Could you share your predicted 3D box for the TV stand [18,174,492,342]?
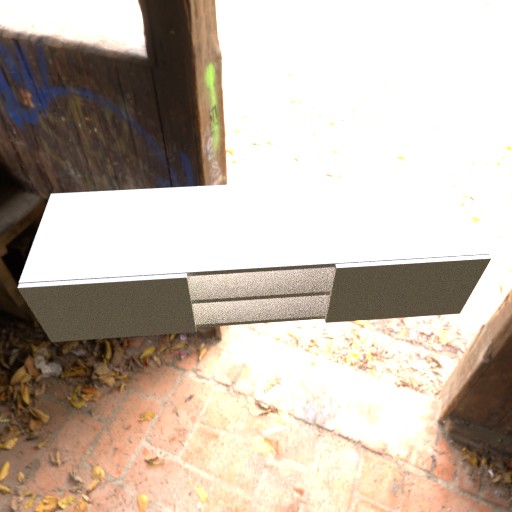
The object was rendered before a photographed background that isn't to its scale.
[{"bbox_3d":[0.000,0.000,1.555,1.400,0.310,0.420,-3,47,-3],"label":"TV stand"}]
